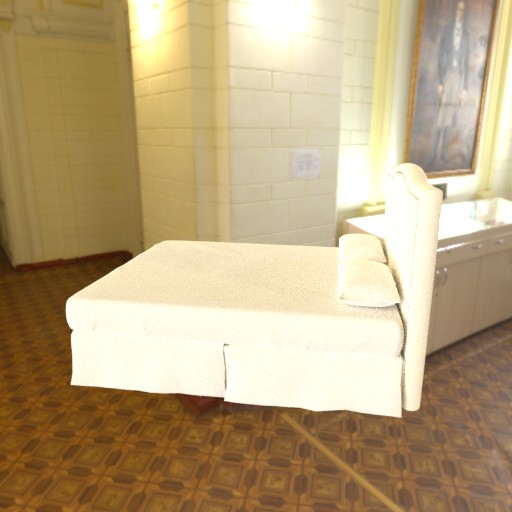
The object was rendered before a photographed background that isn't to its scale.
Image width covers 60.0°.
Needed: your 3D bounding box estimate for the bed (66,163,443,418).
[{"bbox_3d":[0.000,0.000,3.452,2.282,1.436,1.821,3,16,10],"label":"bed"}]
